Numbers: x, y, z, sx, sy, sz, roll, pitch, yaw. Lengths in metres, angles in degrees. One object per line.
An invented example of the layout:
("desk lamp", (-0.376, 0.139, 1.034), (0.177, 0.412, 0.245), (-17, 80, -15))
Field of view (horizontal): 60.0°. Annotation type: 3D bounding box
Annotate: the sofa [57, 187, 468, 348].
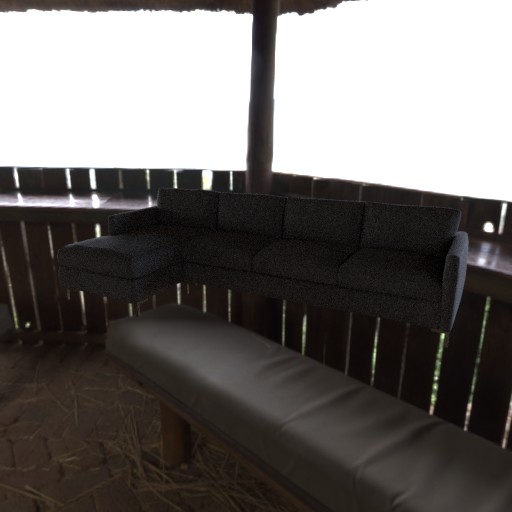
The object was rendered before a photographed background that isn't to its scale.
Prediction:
("sofa", (0.000, 0.000, 3.434), (2.932, 0.810, 1.350), (8, 18, 27))
